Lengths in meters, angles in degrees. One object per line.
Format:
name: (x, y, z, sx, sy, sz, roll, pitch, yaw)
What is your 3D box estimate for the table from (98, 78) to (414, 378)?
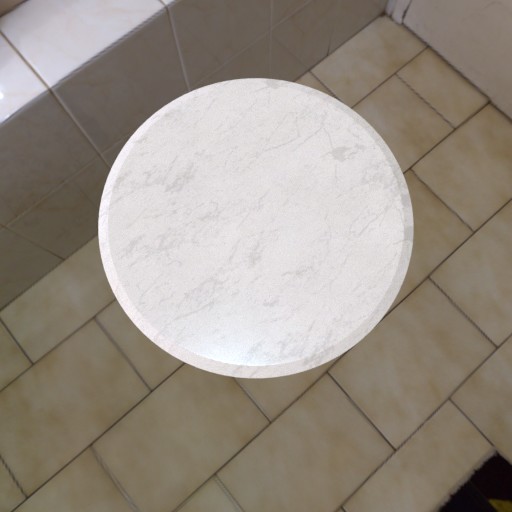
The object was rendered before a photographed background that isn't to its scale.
table: (0.000, 0.000, 0.785, 0.407, 0.447, 0.407, 0, 76, 0)
